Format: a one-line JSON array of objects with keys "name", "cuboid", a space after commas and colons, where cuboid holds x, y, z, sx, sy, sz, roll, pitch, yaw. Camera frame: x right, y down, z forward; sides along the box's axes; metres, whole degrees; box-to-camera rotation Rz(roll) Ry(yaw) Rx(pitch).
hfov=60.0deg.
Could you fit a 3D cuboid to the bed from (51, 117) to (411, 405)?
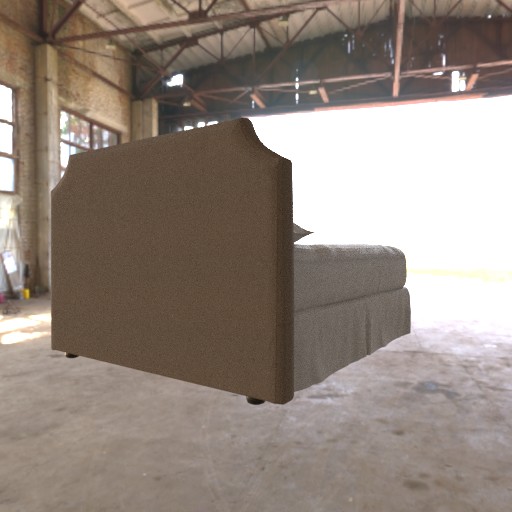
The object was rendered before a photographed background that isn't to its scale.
[{"name": "bed", "cuboid": [0.000, 0.000, 3.263, 1.828, 1.303, 2.164, 1, 1, 36]}]
